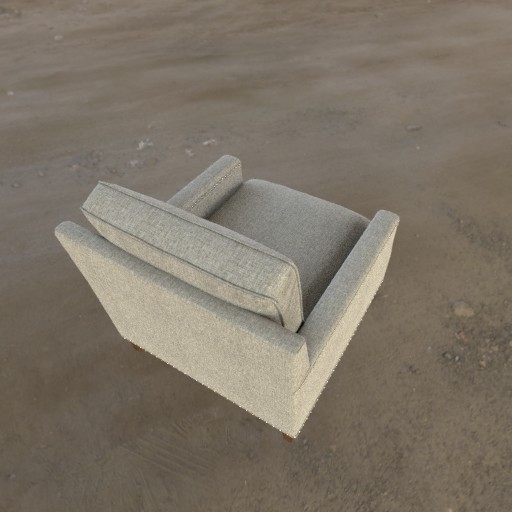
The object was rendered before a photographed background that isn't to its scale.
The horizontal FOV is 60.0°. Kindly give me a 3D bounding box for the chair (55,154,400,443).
[{"bbox_3d":[0.000,0.000,1.736,0.853,0.943,1.014,24,50,21],"label":"chair"}]
